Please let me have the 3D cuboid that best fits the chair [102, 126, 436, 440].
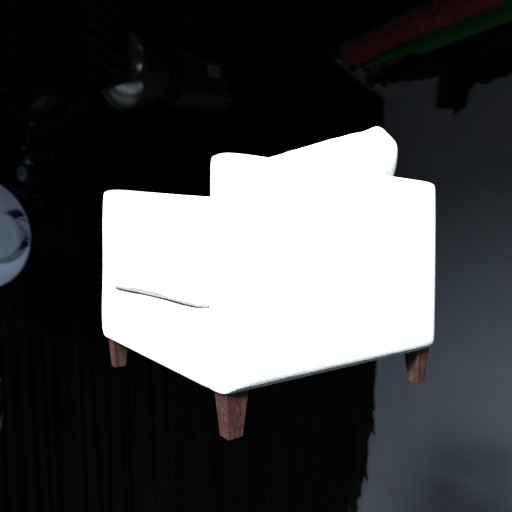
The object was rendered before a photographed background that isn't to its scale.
[{"bbox_3d":[0.000,0.000,1.736,0.959,0.919,0.996,-1,1,-36],"label":"chair"}]
